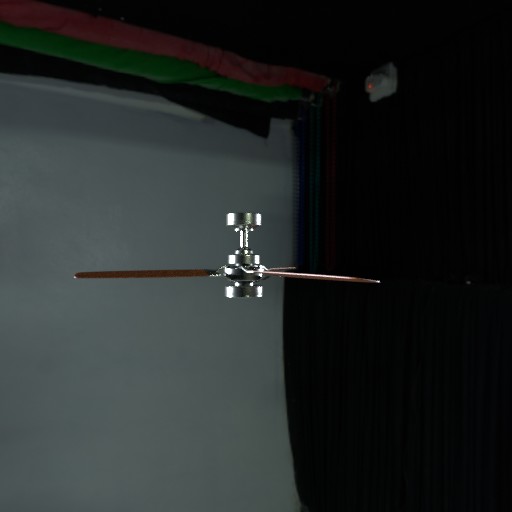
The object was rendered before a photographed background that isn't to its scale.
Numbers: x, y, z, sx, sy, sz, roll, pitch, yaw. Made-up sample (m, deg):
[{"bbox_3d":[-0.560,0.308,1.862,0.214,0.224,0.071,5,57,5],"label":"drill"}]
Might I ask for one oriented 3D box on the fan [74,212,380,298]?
[{"bbox_3d":[0.000,0.000,2.035,1.416,0.410,1.271,0,0,-35],"label":"fan"}]
